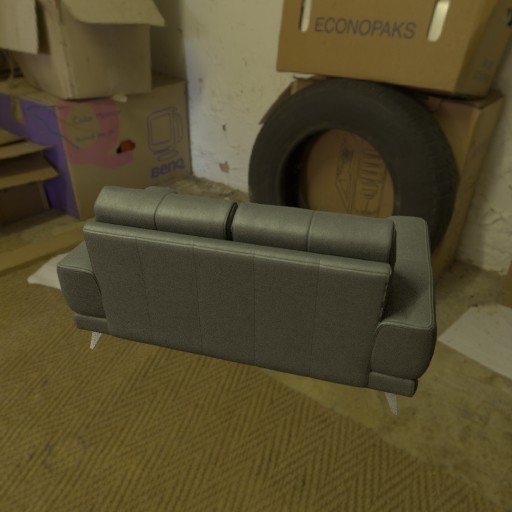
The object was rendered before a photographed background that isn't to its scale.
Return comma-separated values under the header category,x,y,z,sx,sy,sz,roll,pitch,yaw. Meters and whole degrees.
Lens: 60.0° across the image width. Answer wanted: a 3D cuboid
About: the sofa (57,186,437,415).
category,x,y,z,sx,sy,sz,roll,pitch,yaw
sofa,0.000,0.000,2.393,1.806,0.907,1.018,8,33,13
